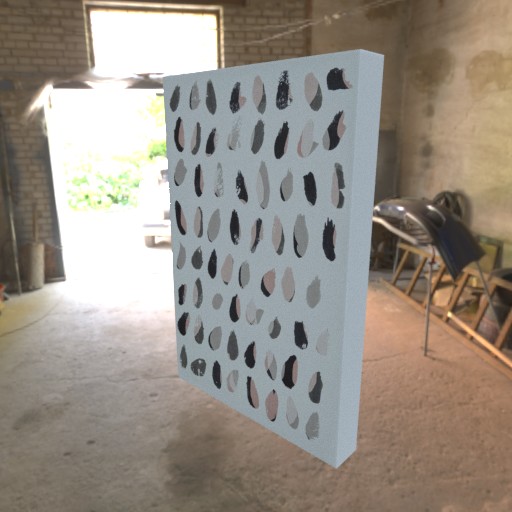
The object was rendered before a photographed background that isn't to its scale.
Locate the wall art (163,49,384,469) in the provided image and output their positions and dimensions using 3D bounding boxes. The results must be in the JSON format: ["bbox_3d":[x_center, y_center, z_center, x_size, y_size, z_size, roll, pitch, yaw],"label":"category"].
[{"bbox_3d":[0.000,0.000,0.483,0.252,0.381,0.039,14,21,41],"label":"wall art"}]
